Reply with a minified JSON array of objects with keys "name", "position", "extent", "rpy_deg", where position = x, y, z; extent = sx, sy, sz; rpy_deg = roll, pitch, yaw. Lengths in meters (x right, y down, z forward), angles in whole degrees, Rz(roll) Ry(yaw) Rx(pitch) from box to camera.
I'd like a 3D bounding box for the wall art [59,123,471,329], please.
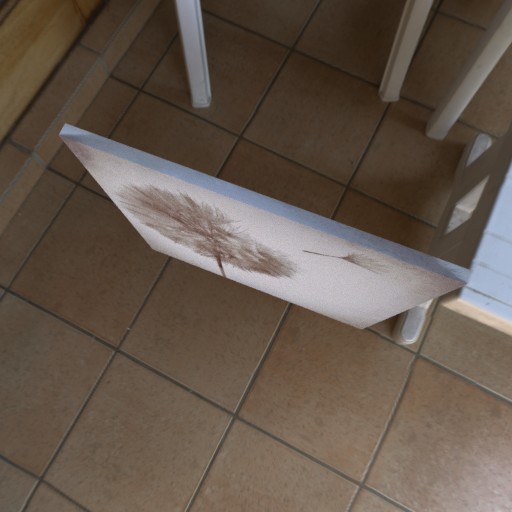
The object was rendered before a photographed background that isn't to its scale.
[{"name":"wall art","position":[0.000,0.000,1.142],"extent":[0.762,0.762,0.027],"rpy_deg":[21,76,5]}]
